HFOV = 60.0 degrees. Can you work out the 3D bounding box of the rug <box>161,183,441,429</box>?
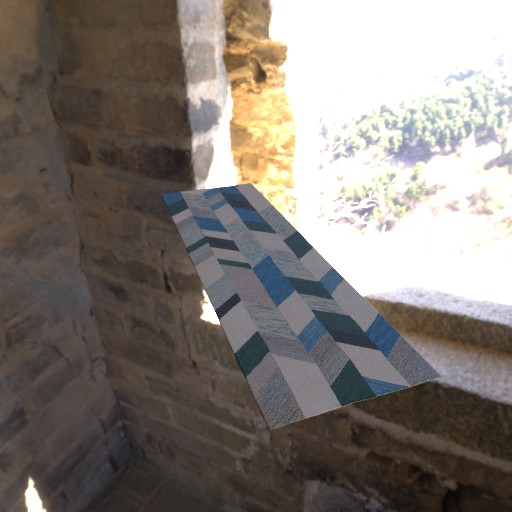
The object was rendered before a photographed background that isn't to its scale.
[{"bbox_3d":[0.000,0.000,2.709,0.774,0.008,2.437,-10,31,-17],"label":"rug"}]
